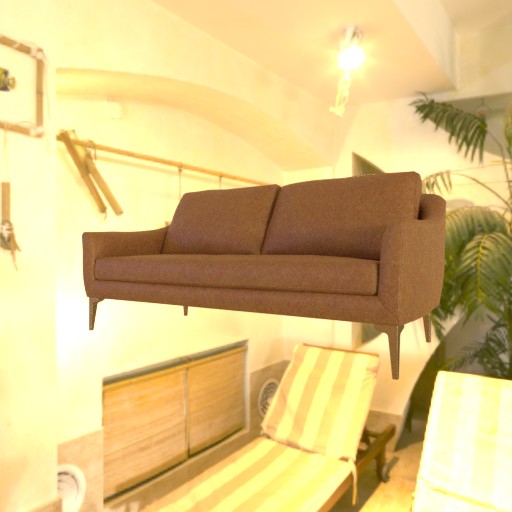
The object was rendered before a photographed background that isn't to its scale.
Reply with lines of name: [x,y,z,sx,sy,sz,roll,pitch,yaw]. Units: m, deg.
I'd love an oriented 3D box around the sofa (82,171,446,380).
sofa: [0.000,0.000,2.634,2.036,0.945,0.981,0,1,34]
